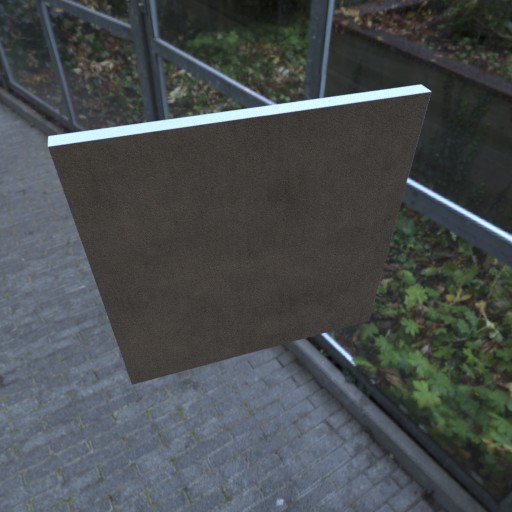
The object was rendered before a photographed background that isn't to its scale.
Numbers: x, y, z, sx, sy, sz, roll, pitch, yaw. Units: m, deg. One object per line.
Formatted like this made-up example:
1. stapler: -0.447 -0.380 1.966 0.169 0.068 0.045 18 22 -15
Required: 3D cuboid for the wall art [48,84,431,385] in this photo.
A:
1. wall art: 0.000 0.000 0.666 0.455 0.453 0.023 -12 44 -13
